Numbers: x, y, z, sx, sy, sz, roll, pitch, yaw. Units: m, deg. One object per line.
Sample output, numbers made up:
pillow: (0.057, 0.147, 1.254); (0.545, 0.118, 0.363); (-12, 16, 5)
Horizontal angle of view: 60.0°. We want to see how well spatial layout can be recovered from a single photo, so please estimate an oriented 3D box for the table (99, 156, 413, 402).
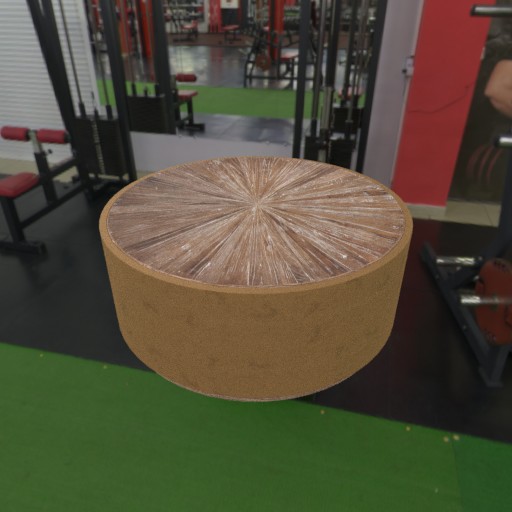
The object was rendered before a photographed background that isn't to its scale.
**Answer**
table: (0.000, 0.000, 1.579); (1.001, 0.409, 1.001); (0, 31, 0)
